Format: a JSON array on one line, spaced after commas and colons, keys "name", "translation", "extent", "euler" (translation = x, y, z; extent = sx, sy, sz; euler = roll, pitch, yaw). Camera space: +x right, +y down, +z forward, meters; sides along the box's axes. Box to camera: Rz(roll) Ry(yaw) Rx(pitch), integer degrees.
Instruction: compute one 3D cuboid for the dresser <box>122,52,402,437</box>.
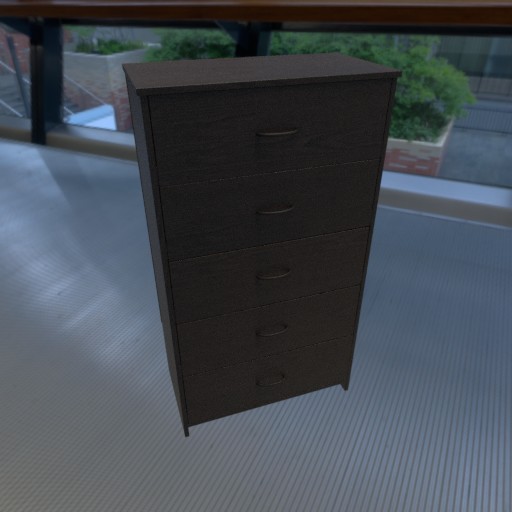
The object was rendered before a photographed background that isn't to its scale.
[{"name": "dresser", "translation": [0.000, 0.000, 1.578], "extent": [0.704, 1.254, 0.418], "euler": [-10, 33, -16]}]
